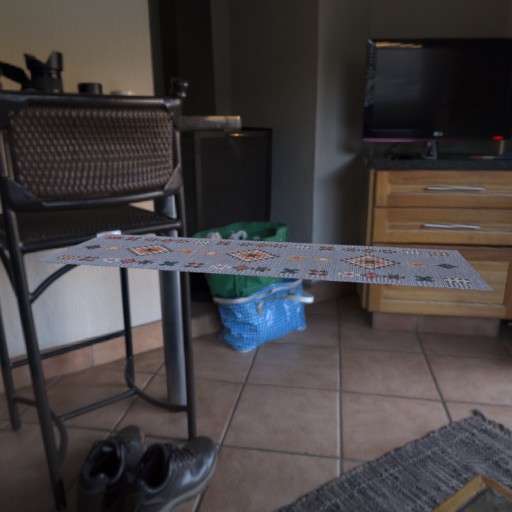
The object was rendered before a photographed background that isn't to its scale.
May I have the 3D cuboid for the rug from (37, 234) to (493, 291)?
[{"bbox_3d":[0.000,0.000,2.679,2.432,0.008,0.766,3,15,11],"label":"rug"}]
